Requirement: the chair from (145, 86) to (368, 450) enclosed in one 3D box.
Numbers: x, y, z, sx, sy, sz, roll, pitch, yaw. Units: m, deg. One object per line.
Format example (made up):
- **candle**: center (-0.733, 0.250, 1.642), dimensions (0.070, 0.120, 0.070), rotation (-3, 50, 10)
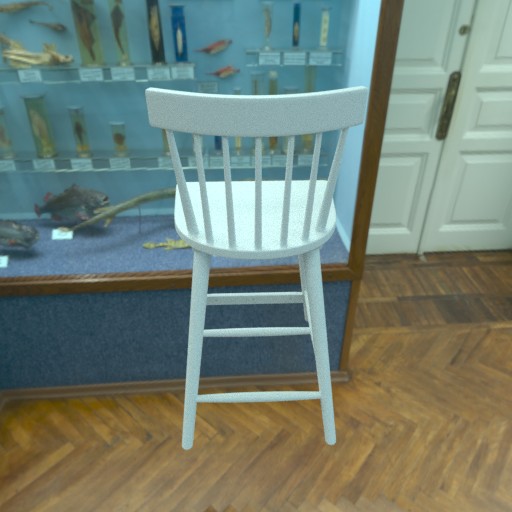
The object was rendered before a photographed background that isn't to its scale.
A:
- **chair**: center (0.000, 0.000, 1.266), dimensions (0.483, 0.952, 0.572), rotation (-1, 32, -2)
